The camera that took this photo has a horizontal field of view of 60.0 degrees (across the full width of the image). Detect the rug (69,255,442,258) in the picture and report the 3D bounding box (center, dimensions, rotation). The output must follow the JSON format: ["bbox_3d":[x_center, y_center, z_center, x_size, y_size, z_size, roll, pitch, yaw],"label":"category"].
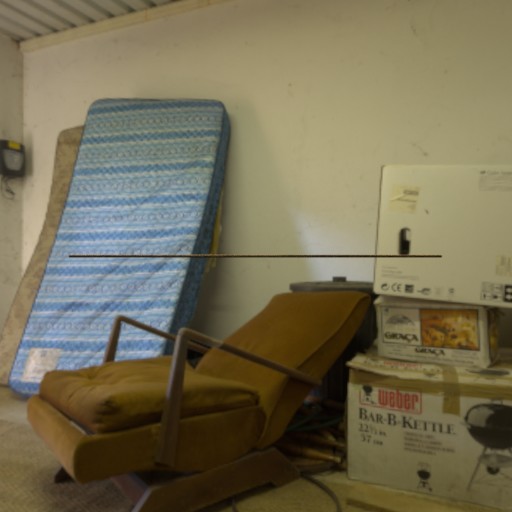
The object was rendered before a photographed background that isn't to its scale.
[{"bbox_3d":[0.000,0.000,3.010,1.526,0.011,2.435,0,0,0],"label":"rug"}]
